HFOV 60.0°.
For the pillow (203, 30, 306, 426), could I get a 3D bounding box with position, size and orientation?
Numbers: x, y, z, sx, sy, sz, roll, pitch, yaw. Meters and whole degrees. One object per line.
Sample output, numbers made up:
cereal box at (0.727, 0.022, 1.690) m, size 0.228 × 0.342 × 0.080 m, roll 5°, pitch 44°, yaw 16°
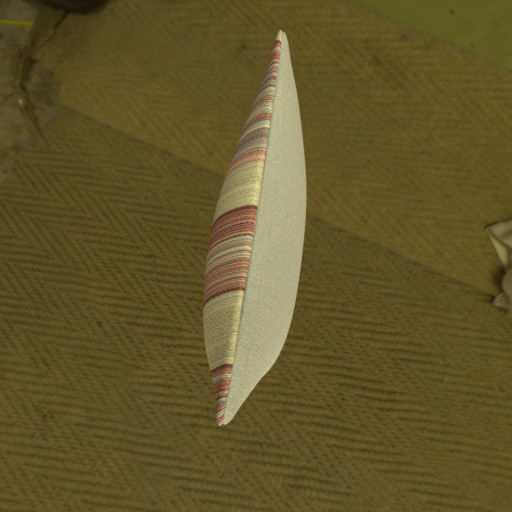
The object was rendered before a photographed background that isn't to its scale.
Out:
pillow at (0.000, 0.000, 0.648) m, size 0.136 × 0.419 × 0.437 m, roll 8°, pitch 75°, yaw 2°
